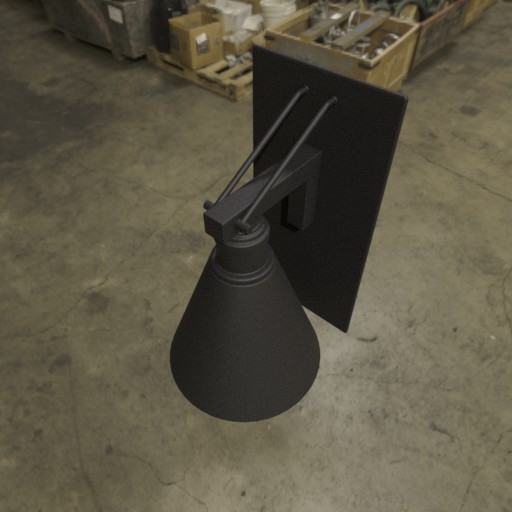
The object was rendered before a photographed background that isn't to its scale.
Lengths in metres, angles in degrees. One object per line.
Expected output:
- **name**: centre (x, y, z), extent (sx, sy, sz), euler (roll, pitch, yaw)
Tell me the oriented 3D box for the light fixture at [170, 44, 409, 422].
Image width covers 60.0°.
- **light fixture**: centre (0.000, 0.000, 0.414), extent (0.170, 0.298, 0.207), euler (32, 54, 27)
